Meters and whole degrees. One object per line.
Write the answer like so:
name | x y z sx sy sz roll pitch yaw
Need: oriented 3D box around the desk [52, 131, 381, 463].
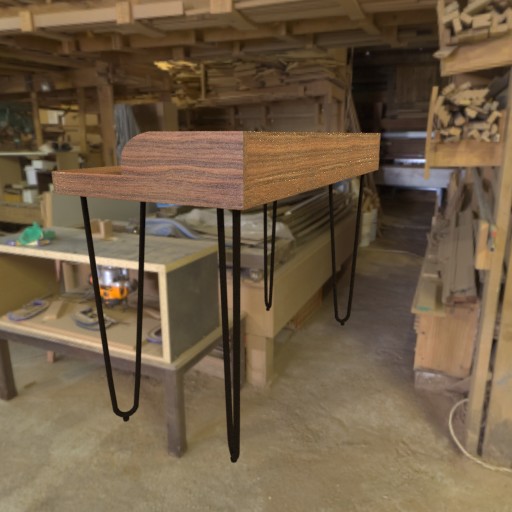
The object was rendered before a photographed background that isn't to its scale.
desk | 0.000 0.000 1.594 0.565 0.854 1.200 8 17 26
